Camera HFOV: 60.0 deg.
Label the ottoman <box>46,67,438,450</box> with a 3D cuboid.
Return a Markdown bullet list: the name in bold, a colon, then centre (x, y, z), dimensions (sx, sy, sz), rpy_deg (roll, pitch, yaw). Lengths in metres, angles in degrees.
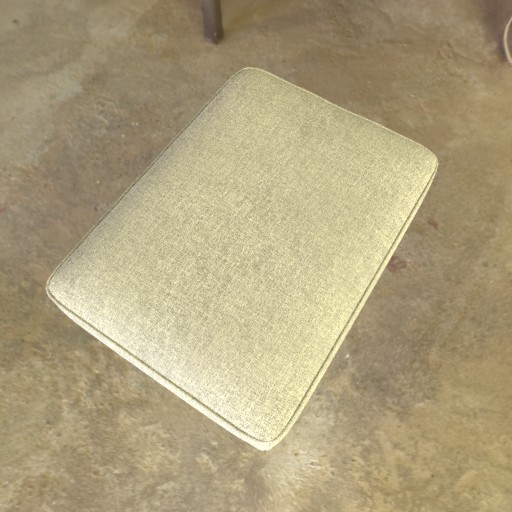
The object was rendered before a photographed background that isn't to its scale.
- **ottoman**: centre (0.000, 0.000, 1.303), dimensions (0.661, 0.561, 0.889), rpy_deg (30, 68, 13)
